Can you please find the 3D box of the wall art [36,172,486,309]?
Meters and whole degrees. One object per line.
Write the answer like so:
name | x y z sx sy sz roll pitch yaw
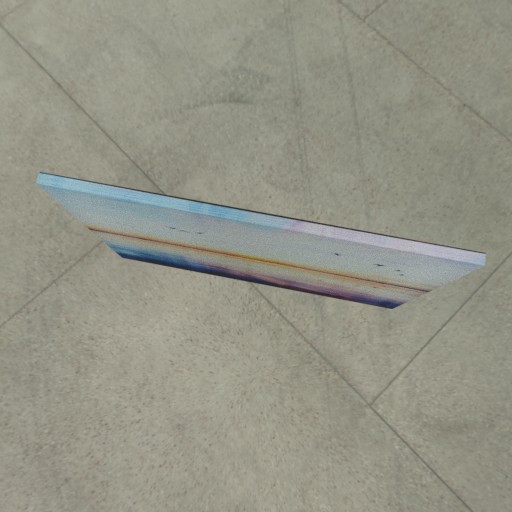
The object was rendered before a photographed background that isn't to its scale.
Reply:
wall art | 0.000 0.000 0.781 0.604 0.402 0.018 11 75 3
